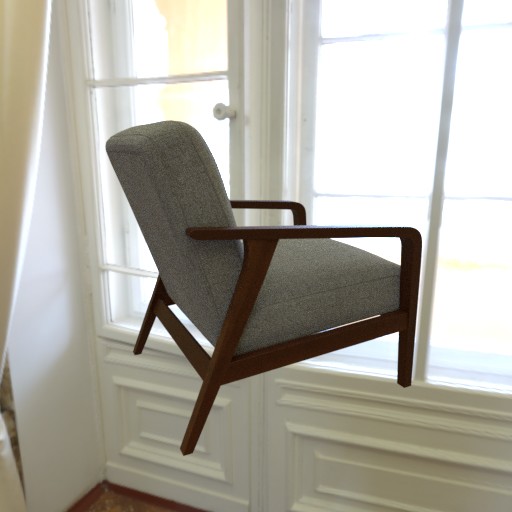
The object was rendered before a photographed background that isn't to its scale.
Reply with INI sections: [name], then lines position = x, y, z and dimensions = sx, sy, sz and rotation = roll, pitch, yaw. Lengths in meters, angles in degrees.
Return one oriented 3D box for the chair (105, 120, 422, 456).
[chair]
position = 0.000, 0.000, 1.496
dimensions = 0.858, 0.847, 0.704
rotation = -7, 16, -25
